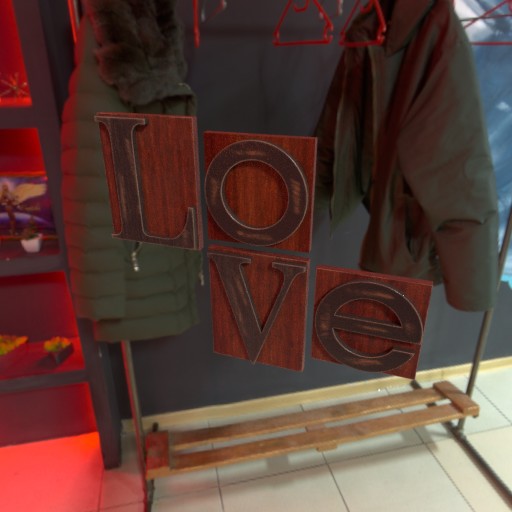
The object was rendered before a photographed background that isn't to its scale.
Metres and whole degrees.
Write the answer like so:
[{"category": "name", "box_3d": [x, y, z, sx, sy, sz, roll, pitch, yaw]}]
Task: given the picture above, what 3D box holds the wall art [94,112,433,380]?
[{"category": "wall art", "box_3d": [0.000, 0.000, 0.843, 0.635, 0.497, 0.030, 8, 26, 18]}]
